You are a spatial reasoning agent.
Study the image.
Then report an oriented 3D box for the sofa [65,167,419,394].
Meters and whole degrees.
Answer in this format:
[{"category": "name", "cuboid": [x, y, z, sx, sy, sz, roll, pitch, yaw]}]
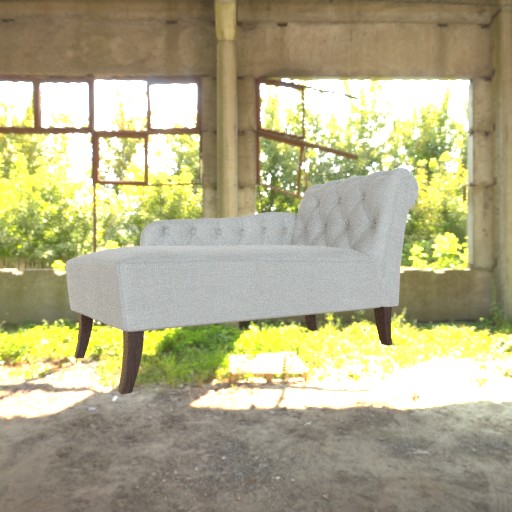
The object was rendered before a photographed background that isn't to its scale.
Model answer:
[{"category": "sofa", "cuboid": [0.000, 0.000, 1.865, 1.379, 0.787, 0.675, 0, 0, -35]}]
